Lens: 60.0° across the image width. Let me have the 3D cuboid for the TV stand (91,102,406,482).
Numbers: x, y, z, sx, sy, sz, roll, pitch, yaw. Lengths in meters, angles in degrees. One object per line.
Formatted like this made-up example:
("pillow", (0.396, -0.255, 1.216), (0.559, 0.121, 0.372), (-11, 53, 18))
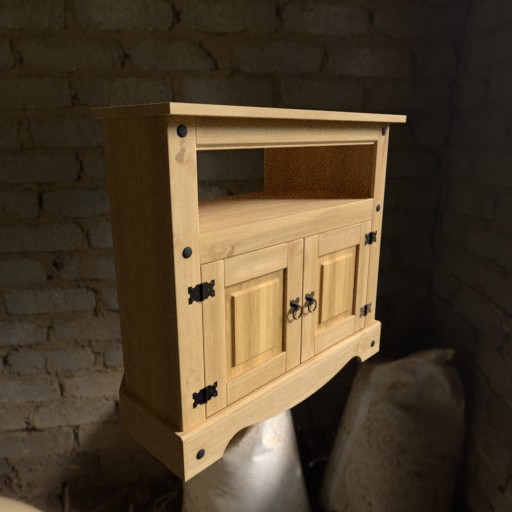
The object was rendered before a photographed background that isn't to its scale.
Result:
("TV stand", (0.000, 0.000, 1.276), (0.425, 0.781, 0.851), (15, 21, 42))
